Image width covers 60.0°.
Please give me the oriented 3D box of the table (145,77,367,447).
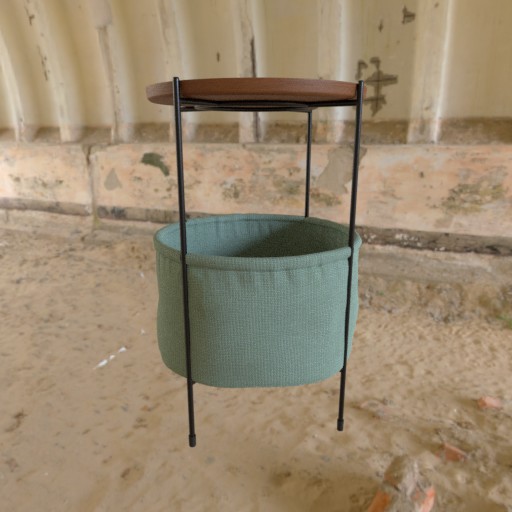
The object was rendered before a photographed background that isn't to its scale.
[{"bbox_3d":[0.000,0.000,0.875,0.400,0.623,0.400,-2,16,-9],"label":"table"}]
